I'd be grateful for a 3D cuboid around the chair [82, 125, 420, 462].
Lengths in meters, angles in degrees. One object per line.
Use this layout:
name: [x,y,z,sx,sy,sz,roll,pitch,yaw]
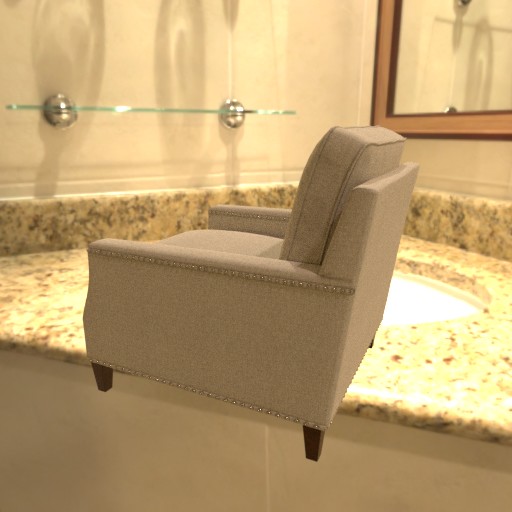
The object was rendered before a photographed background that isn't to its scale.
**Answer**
chair: [0.000,0.000,1.667,1.014,0.943,0.853,8,18,25]
